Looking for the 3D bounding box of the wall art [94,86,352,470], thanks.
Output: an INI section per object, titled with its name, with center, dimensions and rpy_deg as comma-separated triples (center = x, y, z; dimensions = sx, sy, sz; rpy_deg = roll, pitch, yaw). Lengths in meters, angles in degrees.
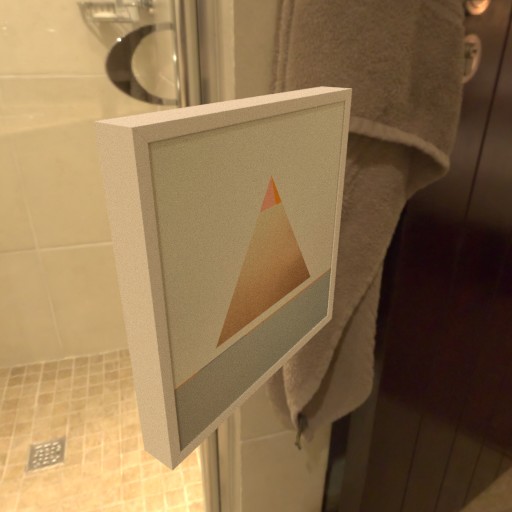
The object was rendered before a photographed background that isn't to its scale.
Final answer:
[wall art]
center = 0.000, 0.000, 0.457
dimensions = 0.038, 0.304, 0.305
rpy_deg = 18, 31, 32
